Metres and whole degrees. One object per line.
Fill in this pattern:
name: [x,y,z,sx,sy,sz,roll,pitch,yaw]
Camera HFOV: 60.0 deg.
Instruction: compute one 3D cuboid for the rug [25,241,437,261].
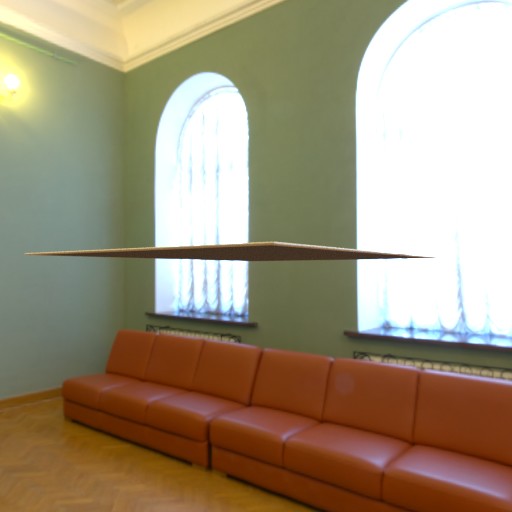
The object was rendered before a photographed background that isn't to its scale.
rug: [0.000,0.000,4.045,2.423,0.019,3.009,-1,-2,36]
